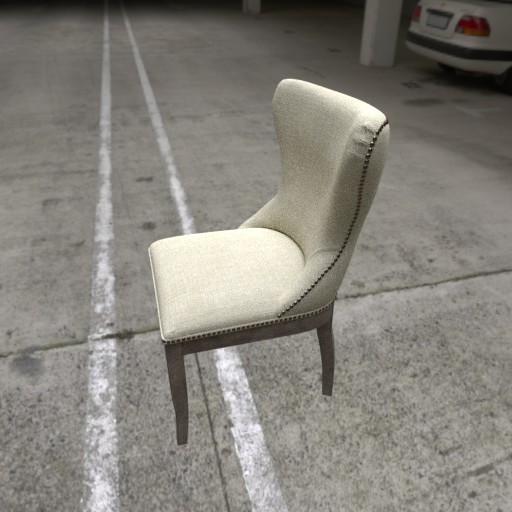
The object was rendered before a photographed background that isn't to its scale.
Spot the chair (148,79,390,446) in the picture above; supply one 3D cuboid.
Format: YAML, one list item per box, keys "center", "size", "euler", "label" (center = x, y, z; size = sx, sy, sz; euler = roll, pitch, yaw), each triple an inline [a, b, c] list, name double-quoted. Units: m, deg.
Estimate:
- center: [0.000, 0.000, 1.465]
  size: [0.681, 1.002, 0.654]
  euler: [-8, 31, -14]
  label: "chair"
